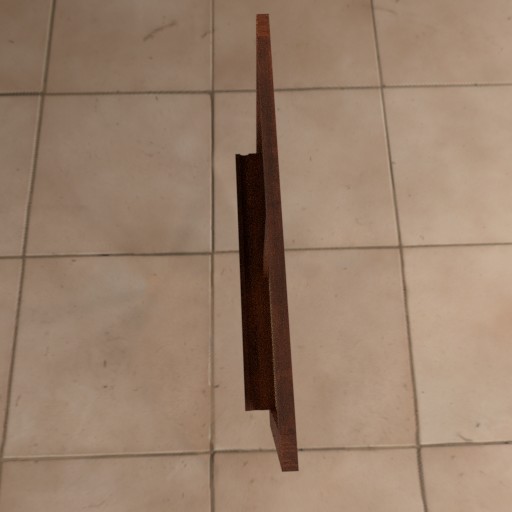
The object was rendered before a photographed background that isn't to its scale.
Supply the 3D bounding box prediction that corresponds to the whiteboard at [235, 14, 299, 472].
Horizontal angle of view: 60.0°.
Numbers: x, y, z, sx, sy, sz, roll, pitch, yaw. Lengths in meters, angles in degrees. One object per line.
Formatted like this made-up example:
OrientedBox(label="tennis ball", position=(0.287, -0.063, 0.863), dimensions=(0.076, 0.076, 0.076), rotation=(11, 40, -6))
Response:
OrientedBox(label="whiteboard", position=(0.000, 0.000, 0.980), dimensions=(0.083, 0.553, 0.768), rotation=(-3, 75, -1))
